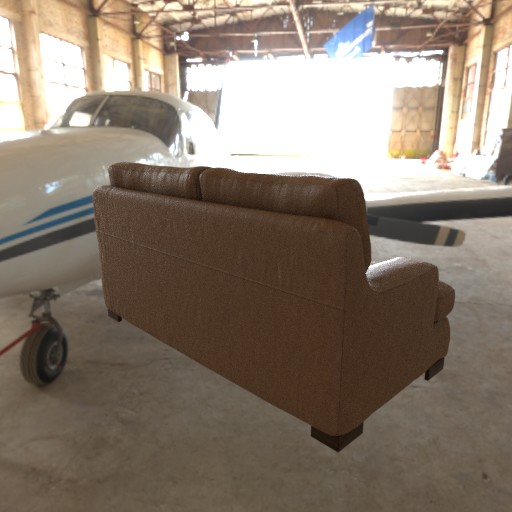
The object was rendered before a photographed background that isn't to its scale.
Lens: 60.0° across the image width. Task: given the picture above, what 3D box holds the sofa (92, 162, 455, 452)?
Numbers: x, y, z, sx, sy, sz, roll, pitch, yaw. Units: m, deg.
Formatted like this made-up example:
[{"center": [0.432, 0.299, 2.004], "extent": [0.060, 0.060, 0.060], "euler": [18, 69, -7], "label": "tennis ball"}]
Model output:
[{"center": [0.000, 0.000, 2.404], "extent": [0.962, 0.980, 1.855], "euler": [-14, 20, -42], "label": "sofa"}]
